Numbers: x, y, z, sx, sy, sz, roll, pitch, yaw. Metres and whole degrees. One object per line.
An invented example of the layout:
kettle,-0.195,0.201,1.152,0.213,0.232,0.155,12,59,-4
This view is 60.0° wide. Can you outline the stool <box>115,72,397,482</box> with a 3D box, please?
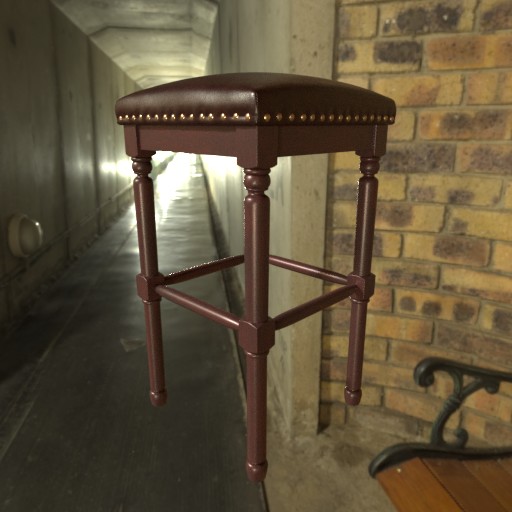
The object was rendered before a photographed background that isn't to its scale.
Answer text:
stool,0.000,0.000,0.920,0.382,0.702,0.383,16,23,42
